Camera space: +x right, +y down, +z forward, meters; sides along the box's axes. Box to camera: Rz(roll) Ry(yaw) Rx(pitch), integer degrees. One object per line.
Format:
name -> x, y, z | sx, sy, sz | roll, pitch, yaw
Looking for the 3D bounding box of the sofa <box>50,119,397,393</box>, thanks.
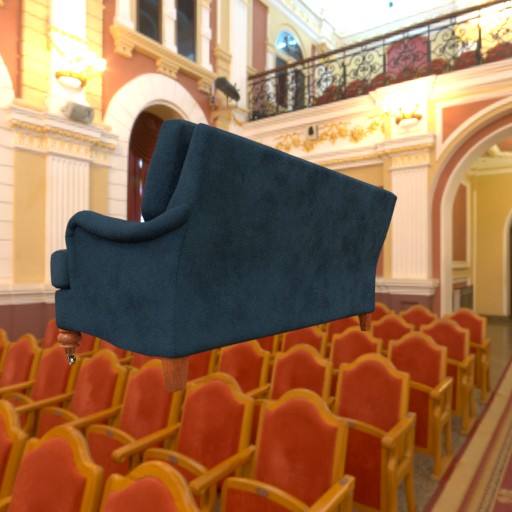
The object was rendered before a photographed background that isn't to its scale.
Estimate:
sofa -> 0.000, 0.000, 2.737 | 1.084, 1.101, 2.141 | -1, -1, 36
